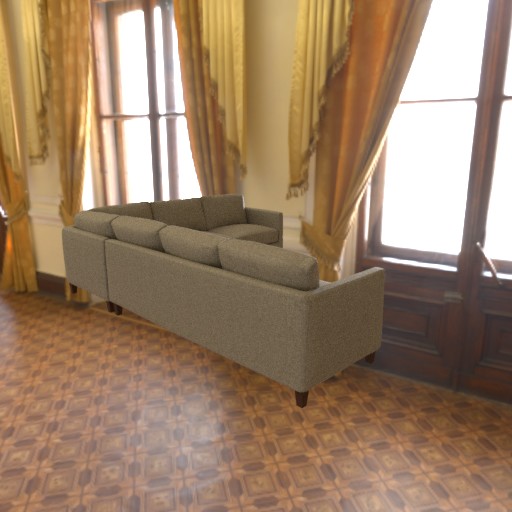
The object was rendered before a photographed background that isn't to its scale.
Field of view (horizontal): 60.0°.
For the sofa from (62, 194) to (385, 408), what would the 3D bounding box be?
[{"bbox_3d":[0.000,0.000,4.508,3.302,0.947,2.593,13,19,43],"label":"sofa"}]
